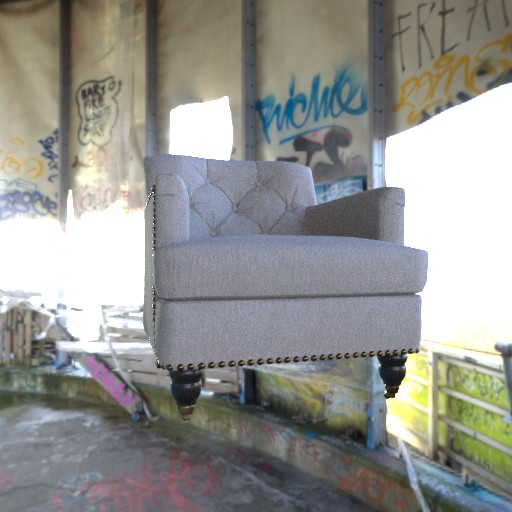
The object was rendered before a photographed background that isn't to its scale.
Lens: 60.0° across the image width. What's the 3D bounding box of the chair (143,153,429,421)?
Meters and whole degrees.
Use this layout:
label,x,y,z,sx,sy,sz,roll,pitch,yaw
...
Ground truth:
label,x,y,z,sx,sy,sz,roll,pitch,yaw
chair,0.000,0.000,1.506,0.737,0.823,0.902,0,-1,-17
